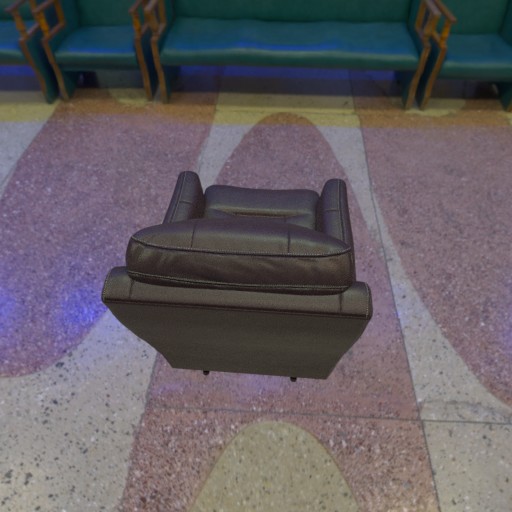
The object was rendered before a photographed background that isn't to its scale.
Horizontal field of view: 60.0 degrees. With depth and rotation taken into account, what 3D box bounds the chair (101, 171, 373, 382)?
[{"bbox_3d":[0.000,0.000,1.753,0.829,1.030,1.080,4,48,3],"label":"chair"}]
